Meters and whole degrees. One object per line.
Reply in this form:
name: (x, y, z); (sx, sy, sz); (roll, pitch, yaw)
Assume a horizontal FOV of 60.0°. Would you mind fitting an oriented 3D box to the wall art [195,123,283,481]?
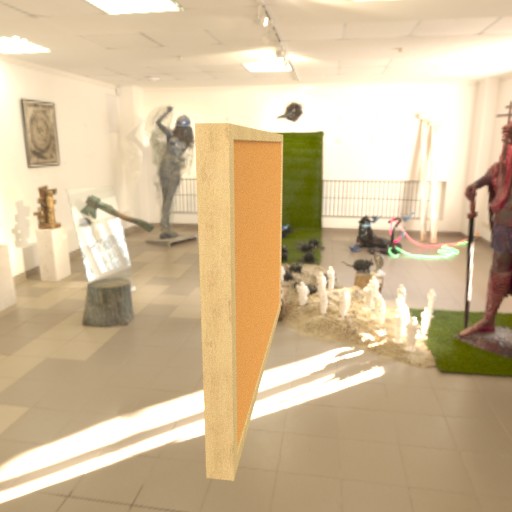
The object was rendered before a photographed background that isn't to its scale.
wall art: (0.000, 0.000, 0.702); (0.032, 0.380, 0.532); (2, 14, 8)
